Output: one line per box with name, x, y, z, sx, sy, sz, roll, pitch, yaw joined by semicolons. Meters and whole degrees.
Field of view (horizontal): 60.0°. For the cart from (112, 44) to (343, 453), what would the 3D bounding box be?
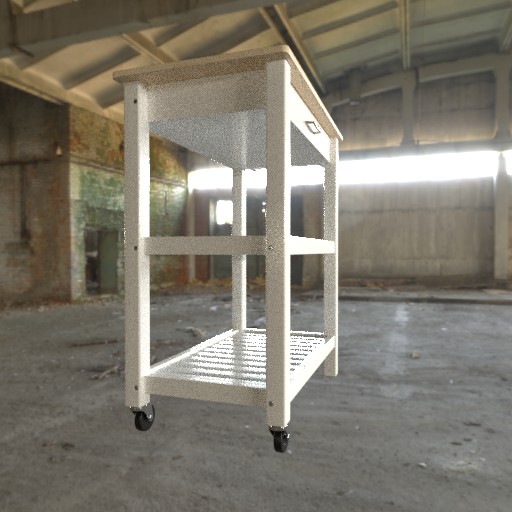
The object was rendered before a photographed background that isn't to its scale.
cart;0.000;0.000;1.460;0.457;0.927;0.899;0;1;19
